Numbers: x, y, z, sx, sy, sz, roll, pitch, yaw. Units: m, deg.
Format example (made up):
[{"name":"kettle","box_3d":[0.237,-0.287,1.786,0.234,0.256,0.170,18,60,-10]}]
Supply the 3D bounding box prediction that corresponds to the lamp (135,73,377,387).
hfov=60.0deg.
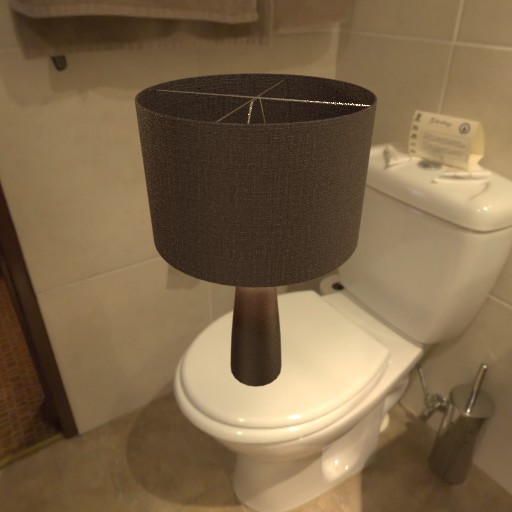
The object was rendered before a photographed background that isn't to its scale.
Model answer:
[{"name":"lamp","box_3d":[0.000,0.000,0.694,0.303,0.488,0.303,0,31,0]}]
